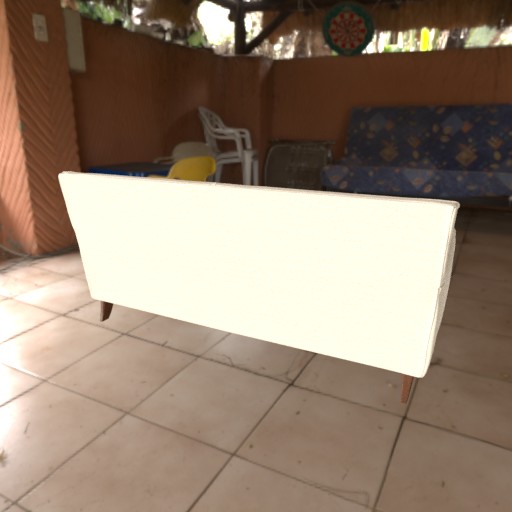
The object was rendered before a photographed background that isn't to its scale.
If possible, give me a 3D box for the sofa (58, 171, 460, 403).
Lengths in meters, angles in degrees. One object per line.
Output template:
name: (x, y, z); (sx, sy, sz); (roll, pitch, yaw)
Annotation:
sofa: (0.000, 0.000, 2.451); (2.001, 0.907, 0.841); (9, 19, 26)
